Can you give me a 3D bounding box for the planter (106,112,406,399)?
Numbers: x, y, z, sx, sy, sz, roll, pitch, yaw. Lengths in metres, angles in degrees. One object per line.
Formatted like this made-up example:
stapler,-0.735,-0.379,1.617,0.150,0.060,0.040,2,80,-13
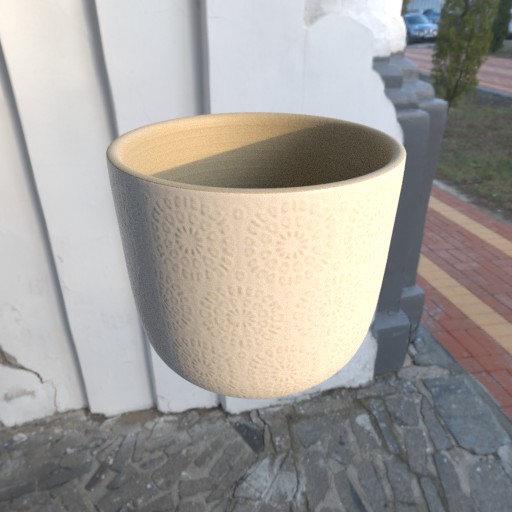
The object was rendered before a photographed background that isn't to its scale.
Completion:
planter,0.000,0.000,0.365,0.208,0.190,0.208,0,29,0
